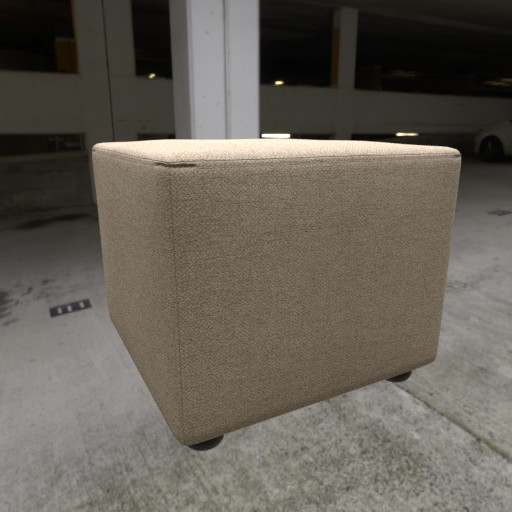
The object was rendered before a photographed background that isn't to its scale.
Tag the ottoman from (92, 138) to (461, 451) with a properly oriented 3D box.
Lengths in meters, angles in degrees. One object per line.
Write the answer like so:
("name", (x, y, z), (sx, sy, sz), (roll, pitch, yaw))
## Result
("ottoman", (0.000, 0.000, 0.852), (0.508, 0.432, 0.508), (-8, 18, -27))
